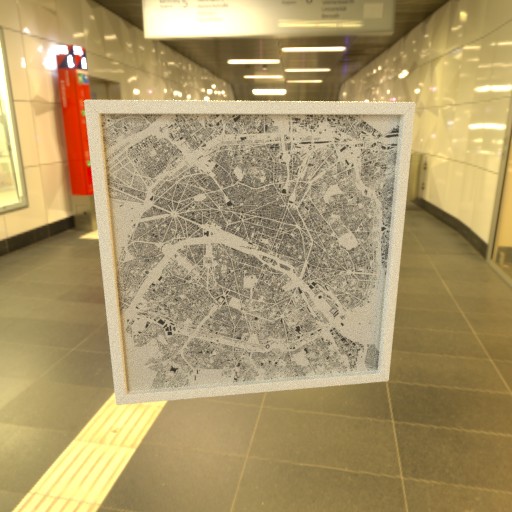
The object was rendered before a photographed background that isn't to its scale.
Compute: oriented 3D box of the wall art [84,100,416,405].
[{"bbox_3d":[0.000,0.000,0.463,0.305,0.305,0.038,-2,17,-8],"label":"wall art"}]
